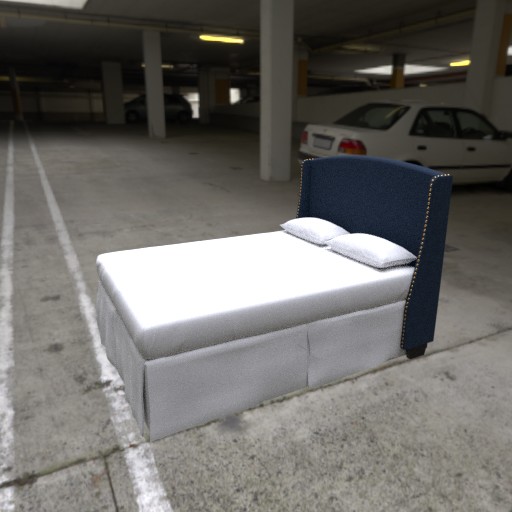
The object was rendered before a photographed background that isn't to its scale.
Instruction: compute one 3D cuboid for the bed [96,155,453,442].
[{"bbox_3d":[0.000,0.000,3.336,2.223,1.402,1.604,-8,19,-26],"label":"bed"}]
